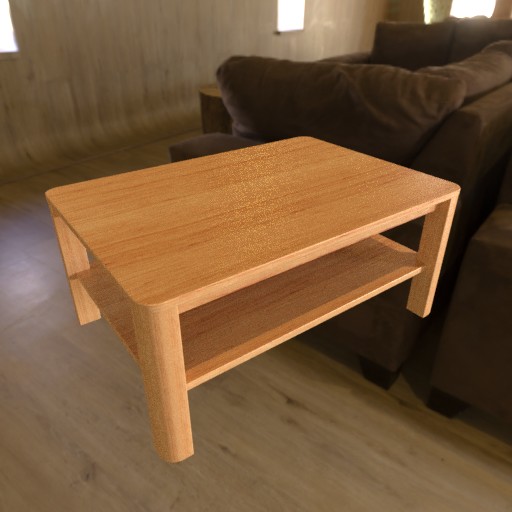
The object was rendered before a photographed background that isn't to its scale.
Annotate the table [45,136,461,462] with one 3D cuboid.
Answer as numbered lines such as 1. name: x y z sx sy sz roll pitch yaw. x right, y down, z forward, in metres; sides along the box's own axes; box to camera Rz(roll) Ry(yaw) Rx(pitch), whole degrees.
1. table: 0.000 0.000 1.378 0.997 0.445 0.696 -20 36 -31
